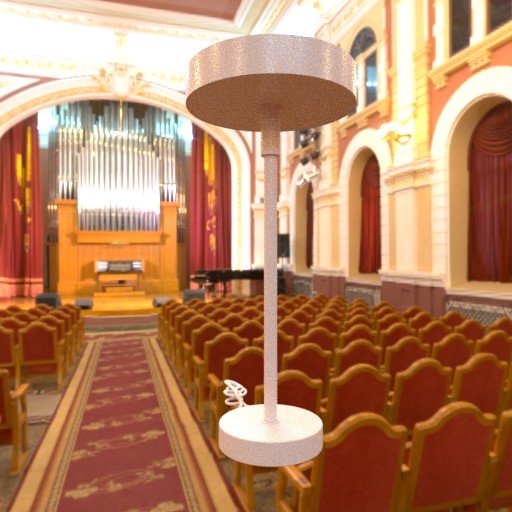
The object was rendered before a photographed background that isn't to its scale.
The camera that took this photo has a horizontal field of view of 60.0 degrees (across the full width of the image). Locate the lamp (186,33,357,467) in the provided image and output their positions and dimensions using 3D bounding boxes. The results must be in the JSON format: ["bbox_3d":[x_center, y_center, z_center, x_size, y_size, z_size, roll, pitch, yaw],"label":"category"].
[{"bbox_3d":[0.000,0.000,0.670,0.229,0.508,0.369,0,0,-16],"label":"lamp"}]
